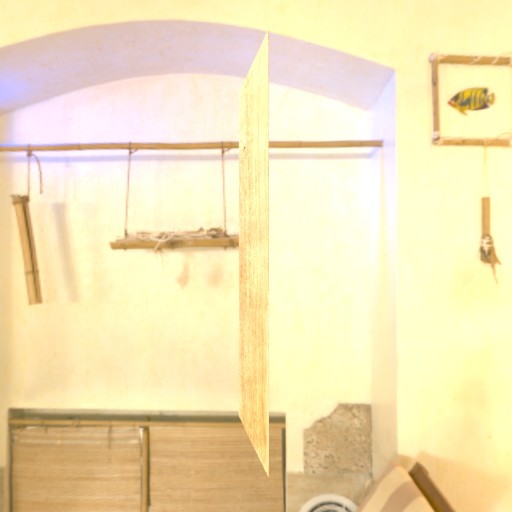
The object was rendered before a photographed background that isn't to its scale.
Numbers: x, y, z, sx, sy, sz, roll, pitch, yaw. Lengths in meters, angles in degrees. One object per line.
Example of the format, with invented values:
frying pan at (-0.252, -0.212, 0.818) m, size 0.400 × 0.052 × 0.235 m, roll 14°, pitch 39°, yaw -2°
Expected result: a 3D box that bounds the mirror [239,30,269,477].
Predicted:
mirror at (0.000, 0.000, 0.969) m, size 0.047 × 0.651 × 0.651 m, roll 0°, pitch -1°, yaw 1°
